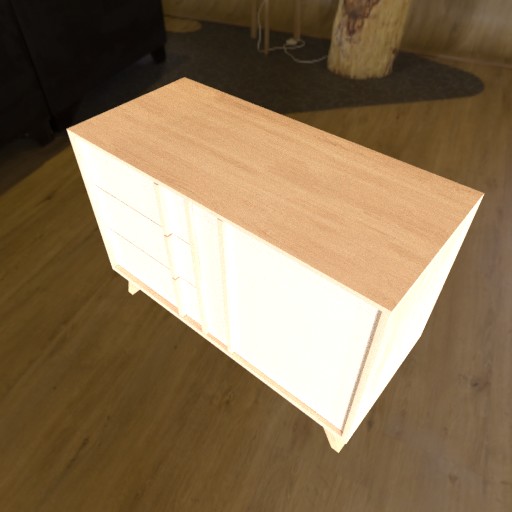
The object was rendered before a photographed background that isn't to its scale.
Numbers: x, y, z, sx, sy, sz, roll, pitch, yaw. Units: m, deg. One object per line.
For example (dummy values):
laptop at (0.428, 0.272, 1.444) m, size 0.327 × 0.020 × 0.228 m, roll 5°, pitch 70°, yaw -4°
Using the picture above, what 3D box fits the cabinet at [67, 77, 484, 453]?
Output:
cabinet at (0.000, 0.000, 1.529) m, size 1.110 × 0.780 × 0.500 m, roll 31°, pitch 52°, yaw 27°
